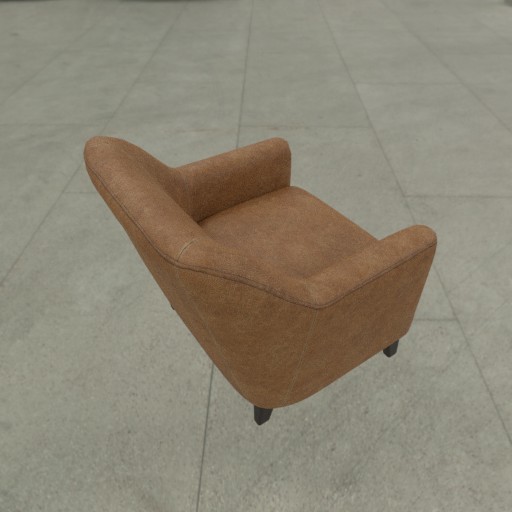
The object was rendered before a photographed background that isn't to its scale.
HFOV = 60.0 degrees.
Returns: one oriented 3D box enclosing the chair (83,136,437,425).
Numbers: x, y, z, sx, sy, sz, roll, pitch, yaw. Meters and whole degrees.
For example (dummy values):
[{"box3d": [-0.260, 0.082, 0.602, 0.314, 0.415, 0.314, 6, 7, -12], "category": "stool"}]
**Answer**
[{"box3d": [0.000, 0.000, 1.839, 1.034, 0.980, 1.037, -24, 46, -26], "category": "chair"}]
